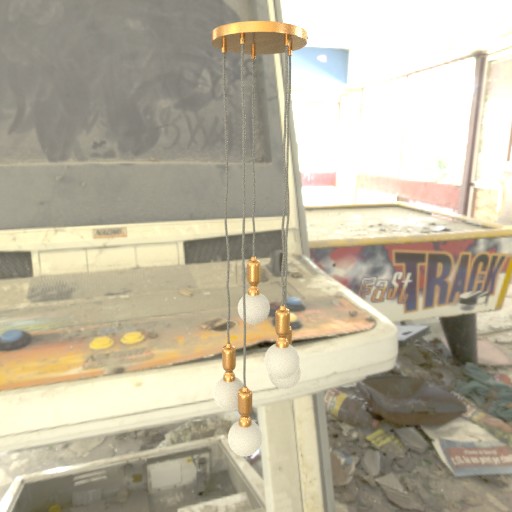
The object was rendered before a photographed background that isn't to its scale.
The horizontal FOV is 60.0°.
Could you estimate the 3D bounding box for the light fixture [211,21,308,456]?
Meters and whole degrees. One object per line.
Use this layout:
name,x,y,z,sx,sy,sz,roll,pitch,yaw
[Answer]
light fixture,0.000,0.000,0.498,0.105,0.457,0.108,2,13,8
